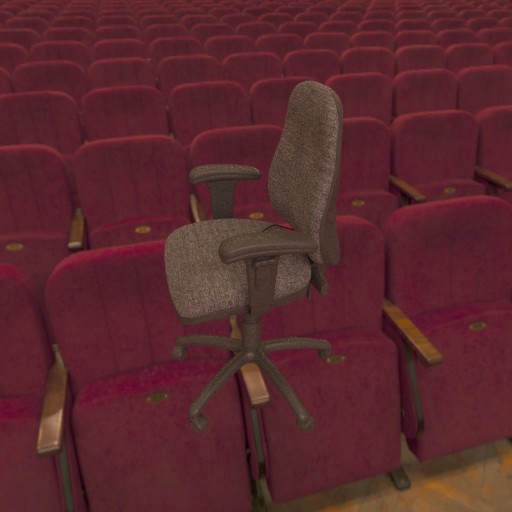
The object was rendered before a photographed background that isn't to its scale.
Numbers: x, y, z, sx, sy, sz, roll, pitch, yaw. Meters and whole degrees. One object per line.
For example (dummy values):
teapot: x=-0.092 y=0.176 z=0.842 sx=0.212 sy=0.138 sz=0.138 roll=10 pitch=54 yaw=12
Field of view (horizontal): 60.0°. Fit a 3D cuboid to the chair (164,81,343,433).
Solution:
chair: x=0.000 y=0.000 z=1.252 sx=0.530 sy=0.910 sz=0.550 roll=-8 pitch=32 yaw=-13
